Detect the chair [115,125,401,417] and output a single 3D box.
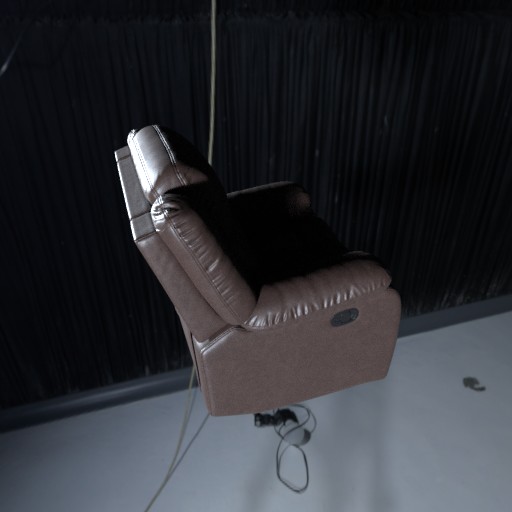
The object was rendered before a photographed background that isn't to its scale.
[{"bbox_3d":[0.000,0.000,1.786,0.934,1.009,0.899,-10,33,-16],"label":"chair"}]
